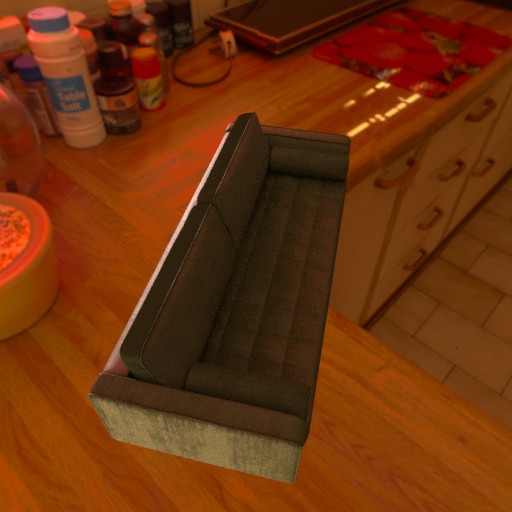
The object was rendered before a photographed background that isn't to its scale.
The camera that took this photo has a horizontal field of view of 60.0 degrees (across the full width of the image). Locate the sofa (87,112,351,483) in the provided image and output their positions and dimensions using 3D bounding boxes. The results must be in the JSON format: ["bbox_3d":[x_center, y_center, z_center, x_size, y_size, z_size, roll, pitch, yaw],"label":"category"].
[{"bbox_3d":[0.000,0.000,2.593,0.918,0.769,2.199,10,48,9],"label":"sofa"}]
